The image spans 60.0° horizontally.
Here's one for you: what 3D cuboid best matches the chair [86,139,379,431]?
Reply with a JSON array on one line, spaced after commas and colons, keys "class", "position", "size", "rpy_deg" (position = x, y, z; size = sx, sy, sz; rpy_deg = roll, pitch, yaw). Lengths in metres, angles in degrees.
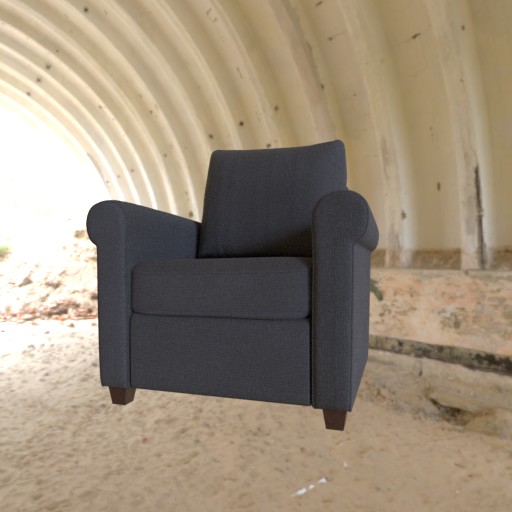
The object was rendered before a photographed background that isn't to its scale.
[{"class": "chair", "position": [0.000, 0.000, 1.646], "size": [0.867, 0.942, 0.828], "rpy_deg": [0, 0, 18]}]
